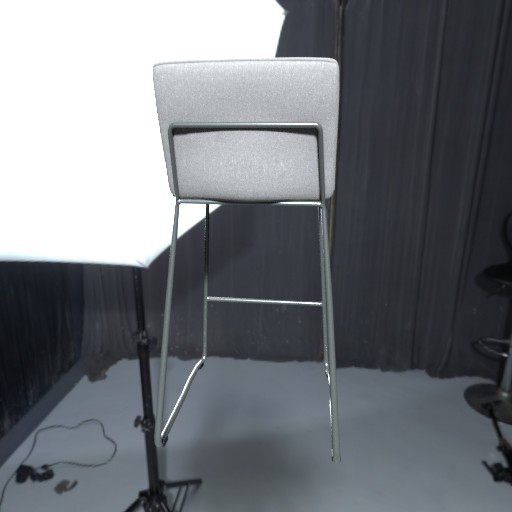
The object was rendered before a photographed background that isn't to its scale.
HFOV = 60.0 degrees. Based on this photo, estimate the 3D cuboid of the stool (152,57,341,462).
[{"bbox_3d":[0.000,0.000,1.241,0.490,0.960,0.490,2,16,7],"label":"stool"}]
